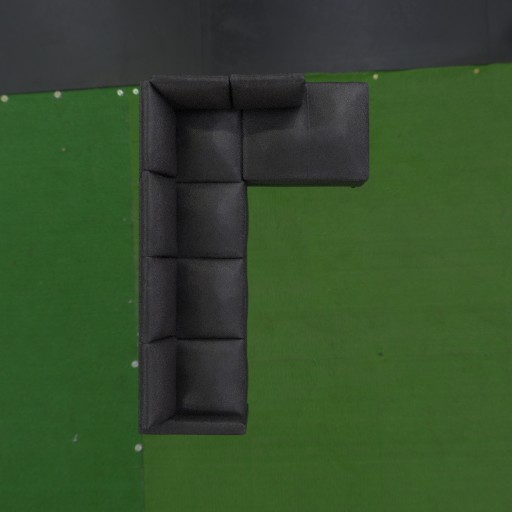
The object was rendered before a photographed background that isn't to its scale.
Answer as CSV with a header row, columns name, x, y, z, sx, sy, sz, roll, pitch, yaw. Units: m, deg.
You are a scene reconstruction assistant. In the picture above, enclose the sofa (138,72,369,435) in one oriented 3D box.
name,x,y,z,sx,sy,sz,roll,pitch,yaw
sofa,0.000,0.000,3.856,1.938,0.877,2.984,0,90,2
